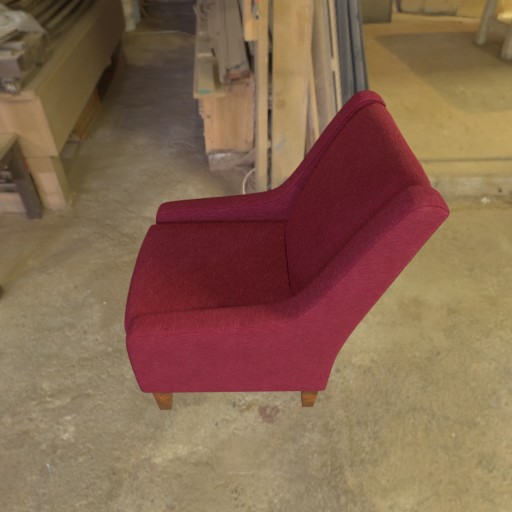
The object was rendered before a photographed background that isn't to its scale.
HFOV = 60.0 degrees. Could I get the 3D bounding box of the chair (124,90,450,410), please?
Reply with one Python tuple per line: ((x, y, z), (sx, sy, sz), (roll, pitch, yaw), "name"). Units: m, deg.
((0.000, 0.000, 1.724), (0.985, 1.017, 0.793), (-1, 41, -1), "chair")
